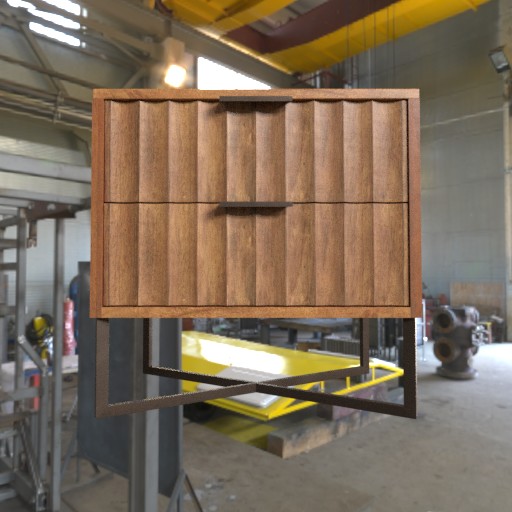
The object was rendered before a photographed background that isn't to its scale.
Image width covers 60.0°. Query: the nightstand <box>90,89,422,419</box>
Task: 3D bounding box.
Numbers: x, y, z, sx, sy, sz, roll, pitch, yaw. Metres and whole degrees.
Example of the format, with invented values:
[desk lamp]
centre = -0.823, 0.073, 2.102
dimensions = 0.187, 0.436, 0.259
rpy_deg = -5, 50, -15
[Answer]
[nightstand]
centre = 0.000, 0.000, 1.018
dimensions = 0.613, 0.615, 0.427
rpy_deg = 0, -2, 0
